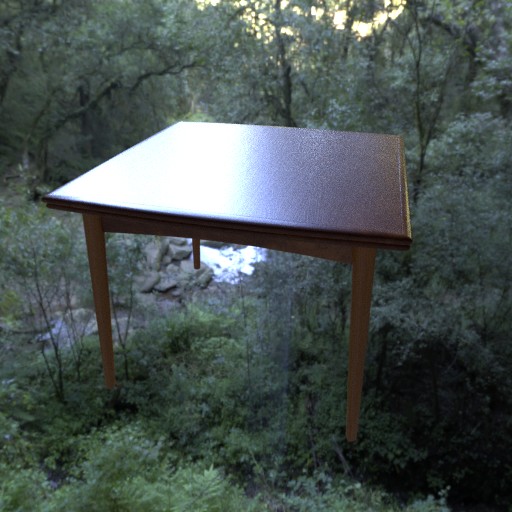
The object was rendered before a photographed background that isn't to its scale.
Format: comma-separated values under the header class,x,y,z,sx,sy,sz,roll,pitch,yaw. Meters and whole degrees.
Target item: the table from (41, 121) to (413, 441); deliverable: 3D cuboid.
class,x,y,z,sx,sy,sz,roll,pitch,yaw
table,0.000,0.000,1.696,0.991,0.754,0.991,8,31,13
